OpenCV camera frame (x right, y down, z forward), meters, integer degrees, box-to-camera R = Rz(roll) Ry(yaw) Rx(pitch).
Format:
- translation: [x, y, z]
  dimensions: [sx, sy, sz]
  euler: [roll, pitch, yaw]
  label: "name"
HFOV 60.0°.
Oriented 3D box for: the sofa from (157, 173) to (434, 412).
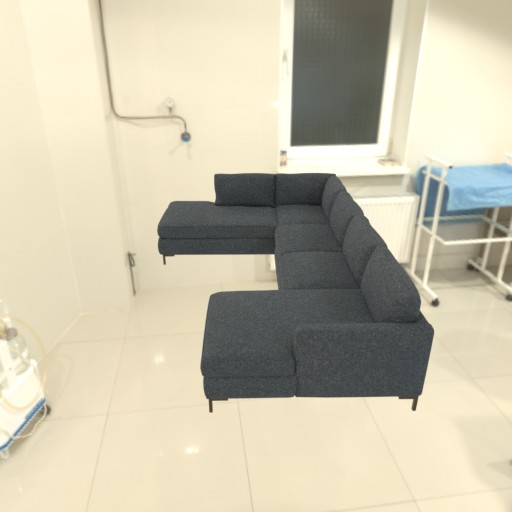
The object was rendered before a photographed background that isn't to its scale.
- translation: [0.000, 0.000, 3.893]
  dimensions: [2.007, 0.813, 2.956]
  euler: [0, 25, -1]
  label: "sofa"
